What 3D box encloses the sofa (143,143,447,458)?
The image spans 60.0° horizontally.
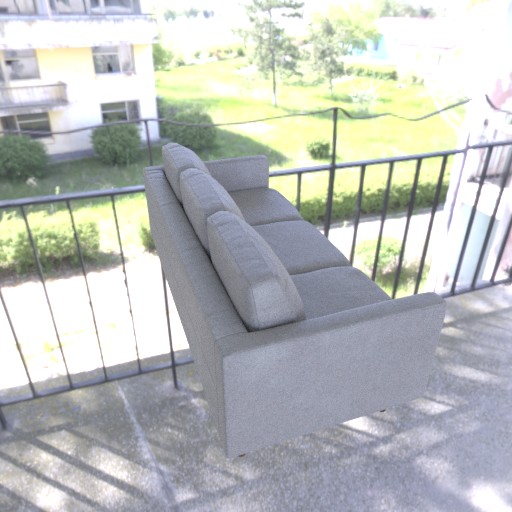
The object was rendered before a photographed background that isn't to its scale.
[{"bbox_3d":[0.000,0.000,2.482,0.944,0.918,1.983,-10,31,-17],"label":"sofa"}]
